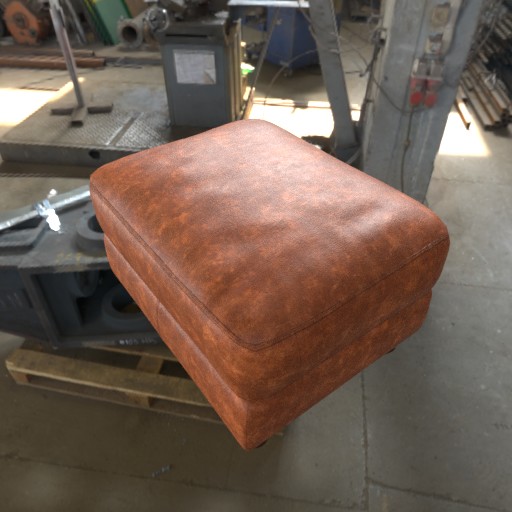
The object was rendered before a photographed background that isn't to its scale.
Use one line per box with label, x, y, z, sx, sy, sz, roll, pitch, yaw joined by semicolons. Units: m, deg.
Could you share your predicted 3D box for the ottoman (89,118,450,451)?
ottoman;0.000;0.000;1.268;0.657;0.562;0.832;-26;47;-27
